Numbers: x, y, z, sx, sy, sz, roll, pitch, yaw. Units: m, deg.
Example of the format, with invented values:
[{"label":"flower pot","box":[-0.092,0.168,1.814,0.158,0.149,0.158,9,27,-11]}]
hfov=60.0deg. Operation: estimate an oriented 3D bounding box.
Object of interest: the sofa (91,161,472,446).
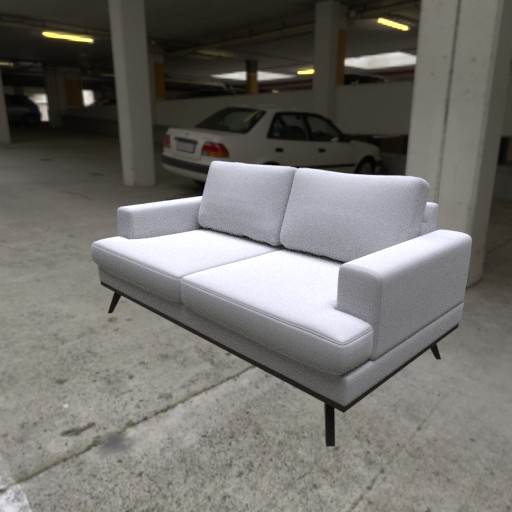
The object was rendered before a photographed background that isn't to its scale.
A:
[{"label":"sofa","box":[0.000,0.000,2.133,0.920,0.810,1.650,-15,22,-42]}]
